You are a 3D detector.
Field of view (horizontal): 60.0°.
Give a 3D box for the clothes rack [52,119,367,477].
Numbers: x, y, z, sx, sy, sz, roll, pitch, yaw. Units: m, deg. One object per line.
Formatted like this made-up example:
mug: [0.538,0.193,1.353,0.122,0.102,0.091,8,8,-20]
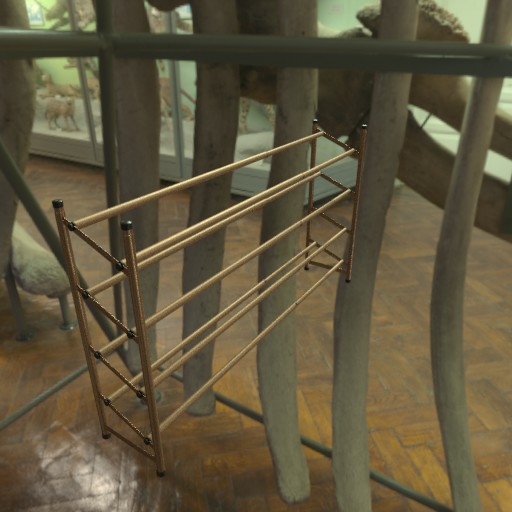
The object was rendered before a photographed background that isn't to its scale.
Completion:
clothes rack: [0.000,0.000,1.424,0.229,0.672,1.168,17,31,30]
